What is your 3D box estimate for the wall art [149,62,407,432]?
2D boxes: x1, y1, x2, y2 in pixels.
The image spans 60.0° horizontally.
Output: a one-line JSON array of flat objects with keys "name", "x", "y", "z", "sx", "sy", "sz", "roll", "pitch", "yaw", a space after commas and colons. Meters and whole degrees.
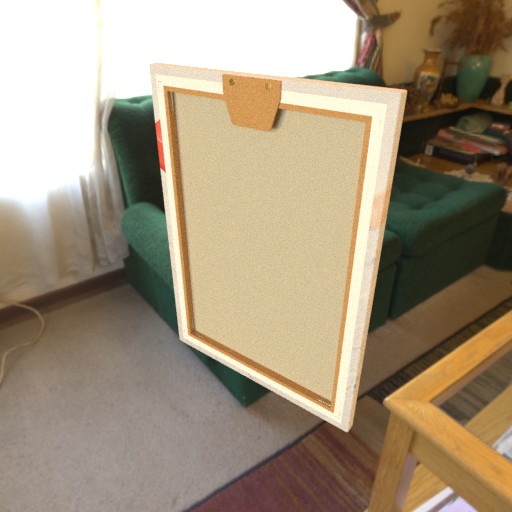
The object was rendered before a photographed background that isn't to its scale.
[{"name": "wall art", "x": 0.000, "y": 0.000, "z": 1.109, "sx": 0.613, "sy": 0.848, "sz": 0.036, "roll": 20, "pitch": 36, "yaw": 31}]
